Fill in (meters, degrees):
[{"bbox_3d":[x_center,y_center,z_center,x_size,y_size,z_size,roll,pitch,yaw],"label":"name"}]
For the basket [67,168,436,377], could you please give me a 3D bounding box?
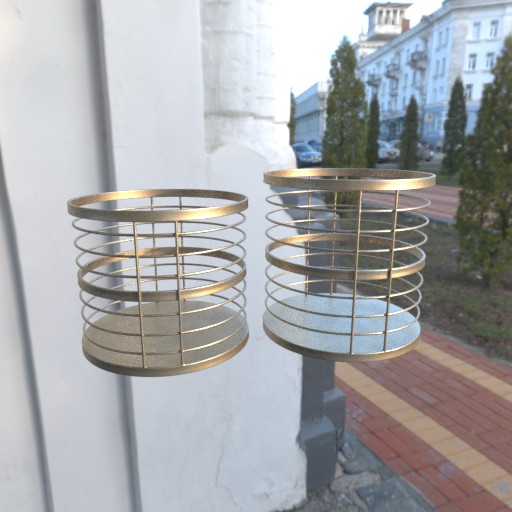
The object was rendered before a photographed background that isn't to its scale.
[{"bbox_3d":[0.000,0.000,0.962,0.746,0.351,0.356,-2,15,-8],"label":"basket"}]
